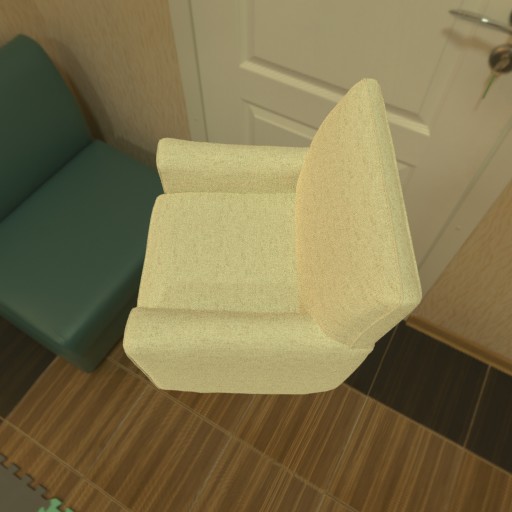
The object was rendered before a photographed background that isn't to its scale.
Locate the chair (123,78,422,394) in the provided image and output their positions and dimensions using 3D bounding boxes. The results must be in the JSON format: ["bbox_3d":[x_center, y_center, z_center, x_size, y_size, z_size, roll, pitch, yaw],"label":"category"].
[{"bbox_3d":[0.000,0.000,1.641,0.823,0.943,0.870,1,59,0],"label":"chair"}]
